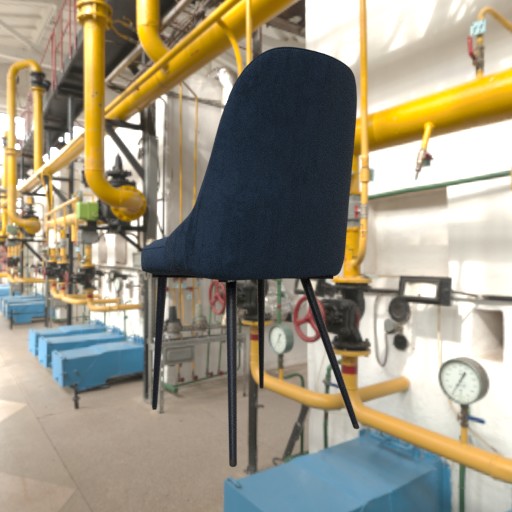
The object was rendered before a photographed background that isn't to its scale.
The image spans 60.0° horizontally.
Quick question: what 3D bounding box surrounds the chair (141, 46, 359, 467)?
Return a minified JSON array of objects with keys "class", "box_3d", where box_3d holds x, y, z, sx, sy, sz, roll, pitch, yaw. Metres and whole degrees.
[{"class":"chair","box_3d":[0.000,0.000,1.214,0.478,0.896,0.559,0,-1,-34]}]
